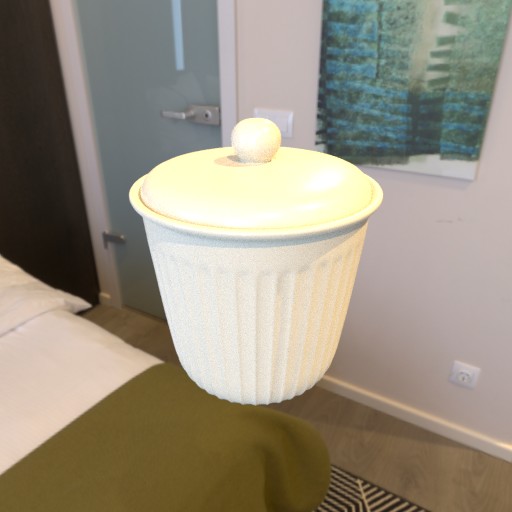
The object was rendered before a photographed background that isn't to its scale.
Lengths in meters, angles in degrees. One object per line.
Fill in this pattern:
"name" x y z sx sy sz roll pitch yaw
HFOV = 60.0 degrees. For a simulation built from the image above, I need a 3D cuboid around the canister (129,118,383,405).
"canister" 0.000 0.000 0.351 0.181 0.211 0.181 0 26 0
